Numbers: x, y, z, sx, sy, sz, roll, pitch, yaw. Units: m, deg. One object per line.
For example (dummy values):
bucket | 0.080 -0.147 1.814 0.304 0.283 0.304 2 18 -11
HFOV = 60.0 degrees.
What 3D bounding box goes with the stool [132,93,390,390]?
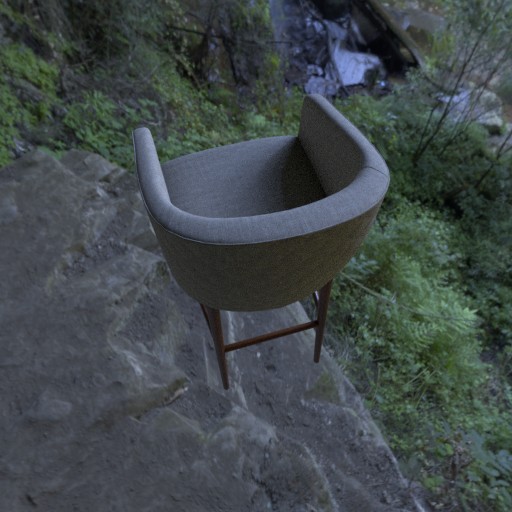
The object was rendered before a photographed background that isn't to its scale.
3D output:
stool | 0.000 0.000 1.413 0.559 1.078 0.607 -14 59 -9
